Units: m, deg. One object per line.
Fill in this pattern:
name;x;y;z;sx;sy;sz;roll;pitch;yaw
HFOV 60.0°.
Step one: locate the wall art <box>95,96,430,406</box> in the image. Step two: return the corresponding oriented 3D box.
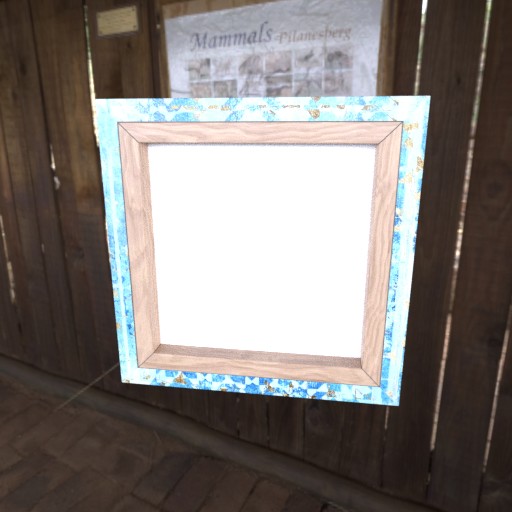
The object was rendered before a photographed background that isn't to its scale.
wall art;0.000;0.000;0.603;0.405;0.405;0.037;2;16;8
